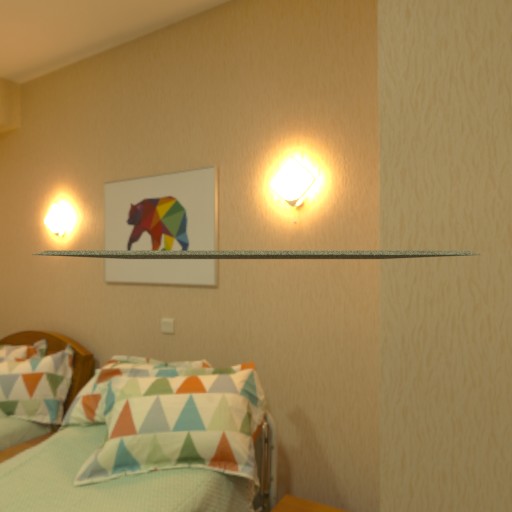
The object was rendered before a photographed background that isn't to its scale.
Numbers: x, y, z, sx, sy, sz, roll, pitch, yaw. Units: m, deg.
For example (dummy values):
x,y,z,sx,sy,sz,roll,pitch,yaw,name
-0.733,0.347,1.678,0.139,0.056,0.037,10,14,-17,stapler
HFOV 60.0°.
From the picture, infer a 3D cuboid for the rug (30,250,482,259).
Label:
x,y,z,sx,sy,sz,roll,pitch,yaw,name
0.000,0.000,3.976,2.933,0.027,2.332,0,-1,-1,rug
